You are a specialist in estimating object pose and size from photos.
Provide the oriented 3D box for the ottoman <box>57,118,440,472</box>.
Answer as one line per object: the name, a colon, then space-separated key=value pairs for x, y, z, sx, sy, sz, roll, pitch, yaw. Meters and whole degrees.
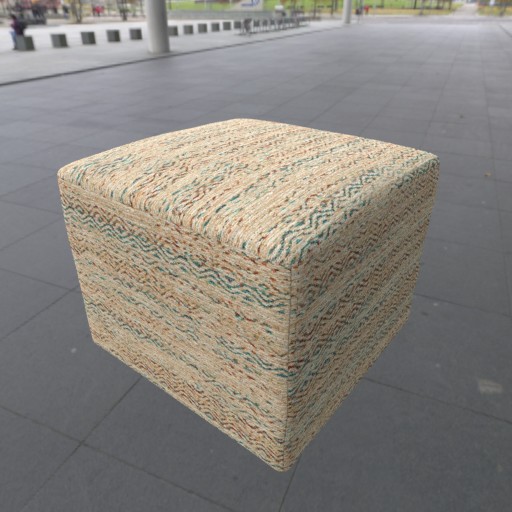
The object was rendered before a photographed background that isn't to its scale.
ottoman: x=0.000 y=0.000 z=0.898 sx=0.521 sy=0.453 sz=0.512 roll=21 pitch=36 yaw=33
